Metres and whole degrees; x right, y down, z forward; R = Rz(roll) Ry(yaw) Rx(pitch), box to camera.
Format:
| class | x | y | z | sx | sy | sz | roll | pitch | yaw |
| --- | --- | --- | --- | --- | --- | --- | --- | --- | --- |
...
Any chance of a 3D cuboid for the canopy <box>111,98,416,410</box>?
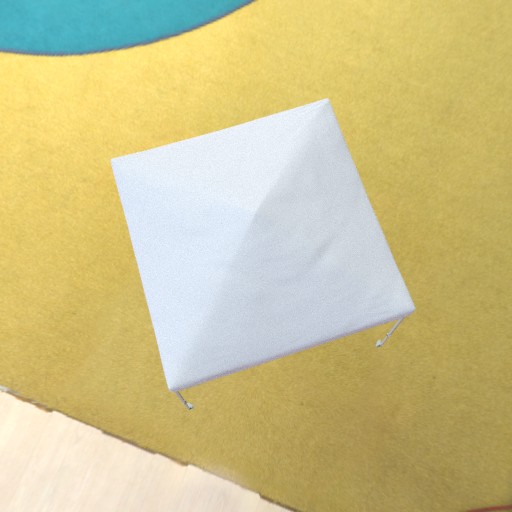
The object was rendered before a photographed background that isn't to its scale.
| class | x | y | z | sx | sy | sz | roll | pitch | yaw |
| --- | --- | --- | --- | --- | --- | --- | --- | --- | --- |
| canopy | 0.000 | 0.000 | 5.149 | 2.850 | 2.850 | 2.849 | -17 | 75 | -5 |
